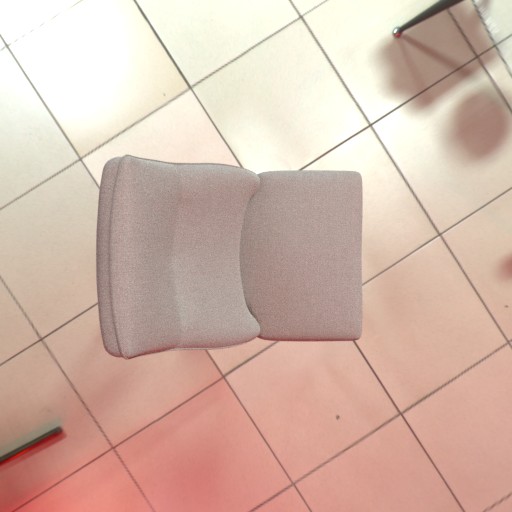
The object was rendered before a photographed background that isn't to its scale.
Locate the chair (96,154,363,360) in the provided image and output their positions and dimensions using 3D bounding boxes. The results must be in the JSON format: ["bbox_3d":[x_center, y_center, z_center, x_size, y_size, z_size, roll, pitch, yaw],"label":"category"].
[{"bbox_3d":[0.000,0.000,1.263,0.620,0.930,0.500,0,90,-2],"label":"chair"}]
